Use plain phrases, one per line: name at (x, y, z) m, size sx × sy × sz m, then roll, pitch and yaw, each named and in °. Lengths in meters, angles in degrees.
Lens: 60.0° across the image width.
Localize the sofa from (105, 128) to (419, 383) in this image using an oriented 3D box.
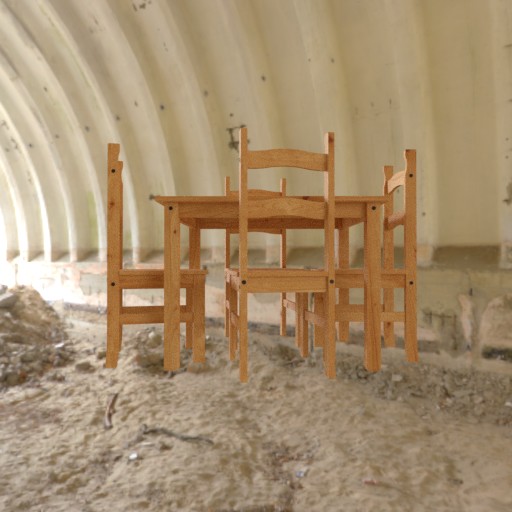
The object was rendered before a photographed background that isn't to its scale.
sofa at (0.000, 0.000, 2.302) m, size 1.529 × 1.000 × 1.144 m, roll 0°, pitch -1°, yaw 0°
